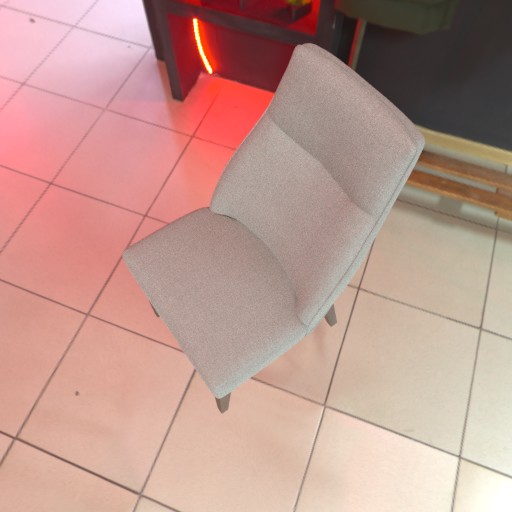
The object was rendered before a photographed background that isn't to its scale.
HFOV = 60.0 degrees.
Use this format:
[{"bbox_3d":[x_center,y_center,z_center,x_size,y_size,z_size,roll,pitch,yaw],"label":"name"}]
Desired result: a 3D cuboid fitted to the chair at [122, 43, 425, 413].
[{"bbox_3d":[0.000,0.000,1.255,0.620,0.930,0.500,-33,68,-16],"label":"chair"}]
